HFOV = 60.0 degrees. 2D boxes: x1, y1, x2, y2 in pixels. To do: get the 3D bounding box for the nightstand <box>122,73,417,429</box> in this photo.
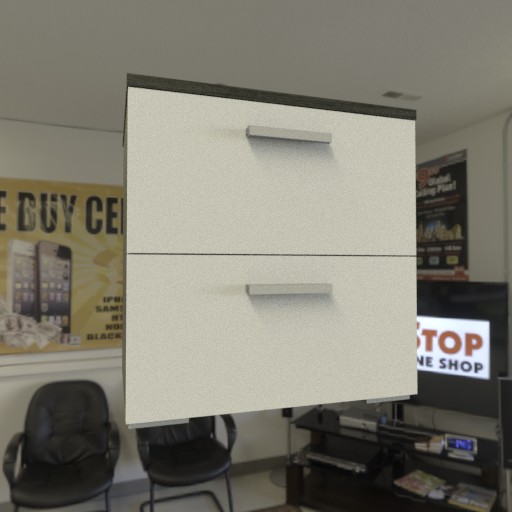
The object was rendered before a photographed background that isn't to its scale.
[{"bbox_3d":[0.000,0.000,0.769,0.441,0.460,0.325,0,-1,-18],"label":"nightstand"}]
